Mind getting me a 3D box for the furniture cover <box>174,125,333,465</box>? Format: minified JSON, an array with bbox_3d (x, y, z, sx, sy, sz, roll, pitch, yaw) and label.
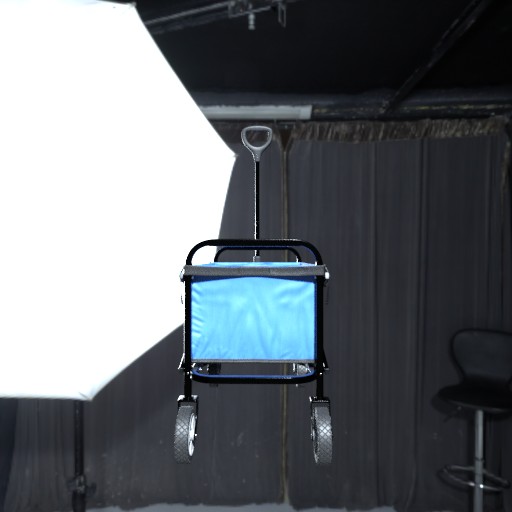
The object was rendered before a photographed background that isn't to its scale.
[{"bbox_3d":[0.000,0.000,1.827,0.532,1.295,1.038,0,0,1],"label":"furniture cover"}]
